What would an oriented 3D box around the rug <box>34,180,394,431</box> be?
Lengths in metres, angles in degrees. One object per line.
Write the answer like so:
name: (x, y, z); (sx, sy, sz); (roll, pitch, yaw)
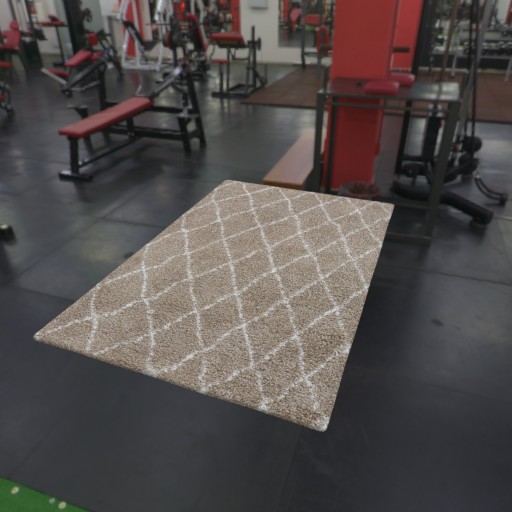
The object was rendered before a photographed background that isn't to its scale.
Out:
rug: (0.000, 0.000, 3.443); (1.778, 0.030, 2.743); (11, 33, 18)
